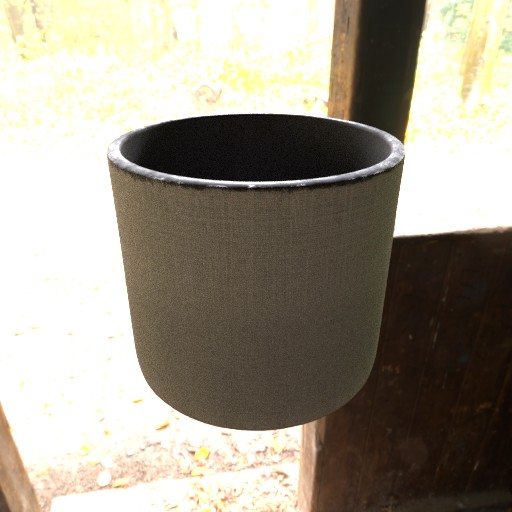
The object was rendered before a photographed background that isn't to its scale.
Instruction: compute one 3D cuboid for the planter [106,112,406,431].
[{"bbox_3d":[0.000,0.000,0.380,0.221,0.201,0.221,0,28,0],"label":"planter"}]
